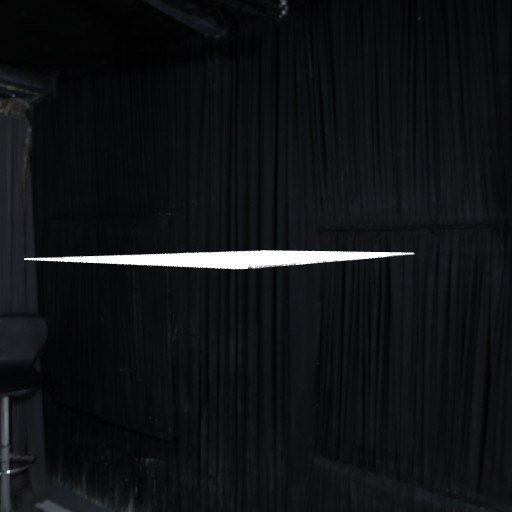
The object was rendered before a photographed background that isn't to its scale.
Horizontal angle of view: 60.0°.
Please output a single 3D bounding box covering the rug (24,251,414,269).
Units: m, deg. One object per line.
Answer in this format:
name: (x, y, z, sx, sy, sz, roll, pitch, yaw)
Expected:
rug: (0.000, 0.000, 3.084, 1.529, 0.010, 2.440, 1, 2, 34)
